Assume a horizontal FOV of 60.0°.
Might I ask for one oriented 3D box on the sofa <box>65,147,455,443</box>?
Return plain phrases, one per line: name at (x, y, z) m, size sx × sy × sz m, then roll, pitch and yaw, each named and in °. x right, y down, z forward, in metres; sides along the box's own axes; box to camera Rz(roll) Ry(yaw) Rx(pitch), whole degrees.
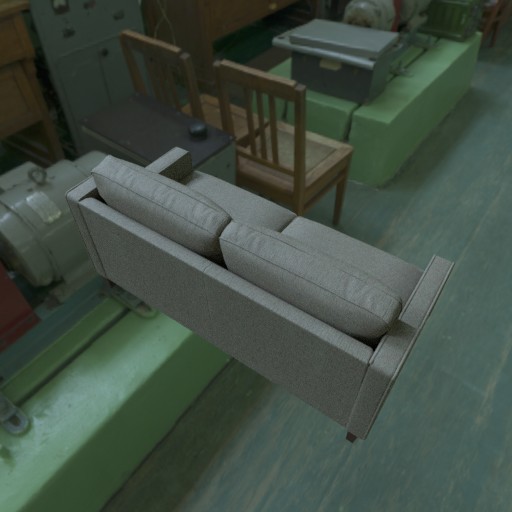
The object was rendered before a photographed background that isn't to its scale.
sofa at (0.000, 0.000, 2.872) m, size 2.181 × 1.074 × 1.073 m, roll 27°, pitch 52°, yaw 23°
